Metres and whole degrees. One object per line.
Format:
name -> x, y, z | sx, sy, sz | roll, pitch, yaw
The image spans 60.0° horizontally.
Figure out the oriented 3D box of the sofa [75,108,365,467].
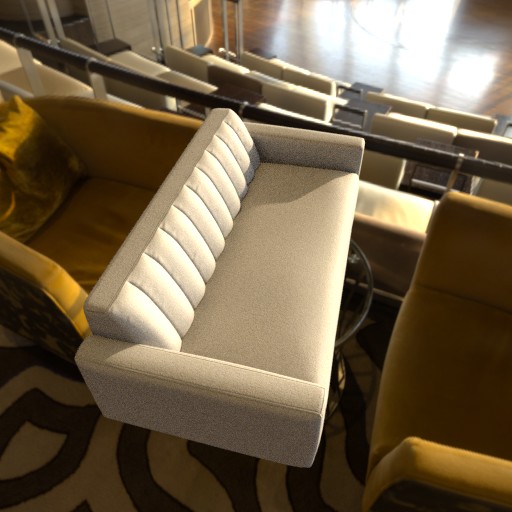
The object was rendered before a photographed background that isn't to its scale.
sofa -> 0.000, 0.000, 2.383 | 0.969, 0.814, 1.895 | 10, 47, 10
